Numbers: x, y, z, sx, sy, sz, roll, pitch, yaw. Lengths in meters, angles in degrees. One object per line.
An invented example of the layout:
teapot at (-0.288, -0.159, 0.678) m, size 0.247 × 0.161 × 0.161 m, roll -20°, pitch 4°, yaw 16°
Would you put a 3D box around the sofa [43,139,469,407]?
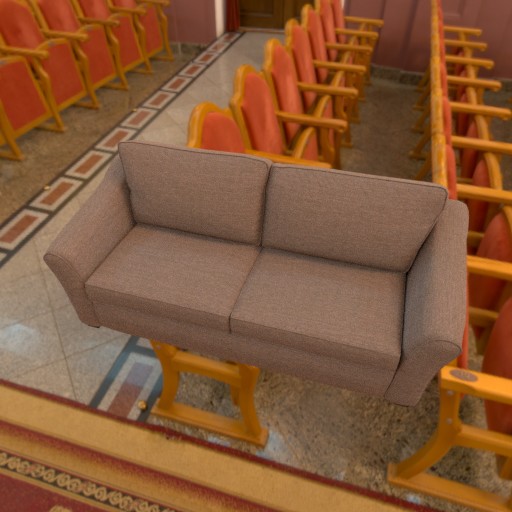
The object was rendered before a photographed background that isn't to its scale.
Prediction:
sofa at (0.000, 0.000, 2.620) m, size 2.270 × 0.965 × 0.980 m, roll 11°, pitch 41°, yaw 13°
